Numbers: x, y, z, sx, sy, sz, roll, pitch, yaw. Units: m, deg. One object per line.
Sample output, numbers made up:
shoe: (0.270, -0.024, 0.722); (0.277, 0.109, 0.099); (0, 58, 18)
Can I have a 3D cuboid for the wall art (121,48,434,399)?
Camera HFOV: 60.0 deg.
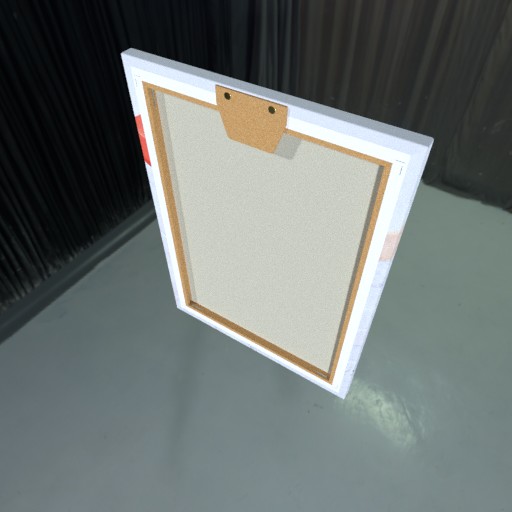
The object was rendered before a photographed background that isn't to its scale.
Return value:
wall art: (0.000, 0.000, 1.079); (0.613, 0.848, 0.036); (25, 52, 21)
